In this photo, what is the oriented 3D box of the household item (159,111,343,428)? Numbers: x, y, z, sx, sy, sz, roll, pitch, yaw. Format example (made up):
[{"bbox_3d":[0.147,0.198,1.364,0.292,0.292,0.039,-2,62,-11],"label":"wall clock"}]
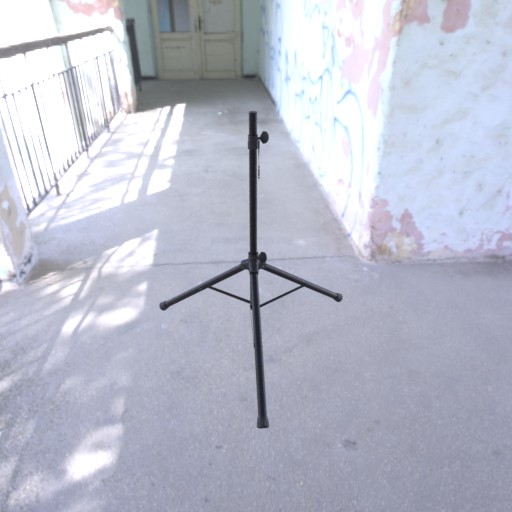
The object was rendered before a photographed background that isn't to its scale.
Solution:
[{"bbox_3d":[0.000,0.000,1.900,1.045,1.136,0.907,-2,30,-3],"label":"household item"}]
